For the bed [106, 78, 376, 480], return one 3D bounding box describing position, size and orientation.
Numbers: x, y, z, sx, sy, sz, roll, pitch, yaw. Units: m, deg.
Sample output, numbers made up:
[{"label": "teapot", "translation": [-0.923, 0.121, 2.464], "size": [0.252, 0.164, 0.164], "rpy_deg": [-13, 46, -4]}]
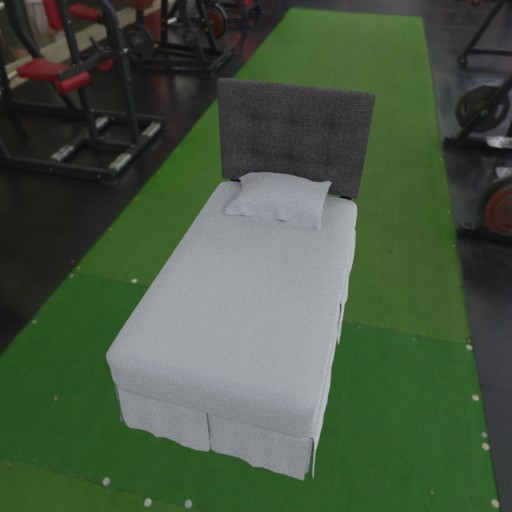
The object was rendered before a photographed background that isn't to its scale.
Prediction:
[{"label": "bed", "translation": [0.000, 0.000, 2.916], "size": [1.261, 1.571, 1.997], "rpy_deg": [11, 42, 12]}]
